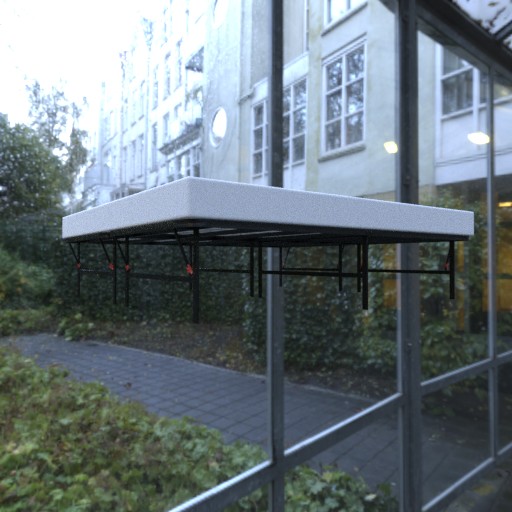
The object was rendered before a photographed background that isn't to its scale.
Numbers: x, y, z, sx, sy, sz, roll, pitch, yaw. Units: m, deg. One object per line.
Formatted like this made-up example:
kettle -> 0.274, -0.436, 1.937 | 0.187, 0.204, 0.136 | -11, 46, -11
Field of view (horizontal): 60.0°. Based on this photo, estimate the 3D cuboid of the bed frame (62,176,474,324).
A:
bed frame -> 0.000, 0.000, 3.000 | 2.032, 0.559, 1.930 | 0, -1, -36
